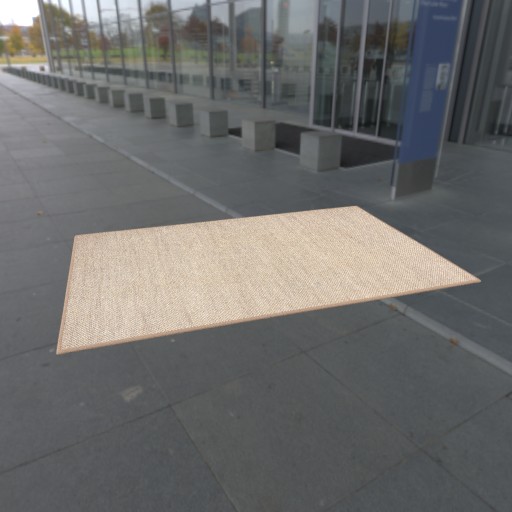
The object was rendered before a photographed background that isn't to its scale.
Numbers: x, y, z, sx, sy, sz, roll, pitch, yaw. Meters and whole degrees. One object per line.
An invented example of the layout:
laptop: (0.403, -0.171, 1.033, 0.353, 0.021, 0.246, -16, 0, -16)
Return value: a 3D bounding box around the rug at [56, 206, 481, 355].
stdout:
rug: (0.000, 0.000, 2.100, 1.668, 0.012, 1.061, -7, 26, -16)
